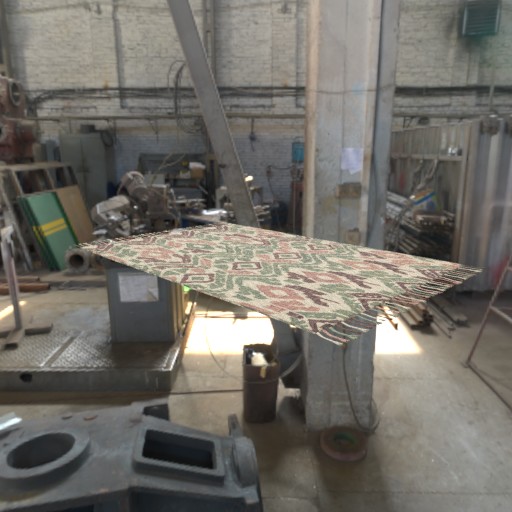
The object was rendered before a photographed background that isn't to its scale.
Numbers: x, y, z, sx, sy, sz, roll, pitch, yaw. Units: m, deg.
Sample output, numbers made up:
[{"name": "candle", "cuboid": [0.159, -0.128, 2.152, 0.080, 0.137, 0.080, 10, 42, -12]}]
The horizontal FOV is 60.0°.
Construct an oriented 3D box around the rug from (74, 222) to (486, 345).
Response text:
[{"name": "rug", "cuboid": [0.000, 0.000, 2.983, 1.524, 0.011, 2.438, -13, 19, -43]}]
